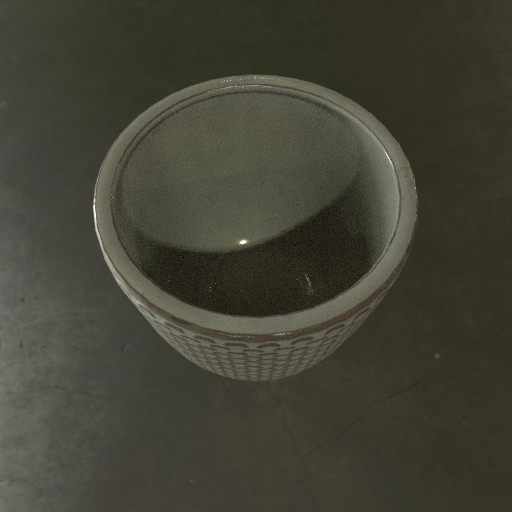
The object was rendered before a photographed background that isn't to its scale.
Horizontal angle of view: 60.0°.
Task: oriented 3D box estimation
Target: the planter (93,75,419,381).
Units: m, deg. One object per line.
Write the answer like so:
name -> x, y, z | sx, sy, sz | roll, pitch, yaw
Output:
planter -> 0.000, 0.000, 0.244 | 0.139, 0.130, 0.139 | 0, 61, 0
